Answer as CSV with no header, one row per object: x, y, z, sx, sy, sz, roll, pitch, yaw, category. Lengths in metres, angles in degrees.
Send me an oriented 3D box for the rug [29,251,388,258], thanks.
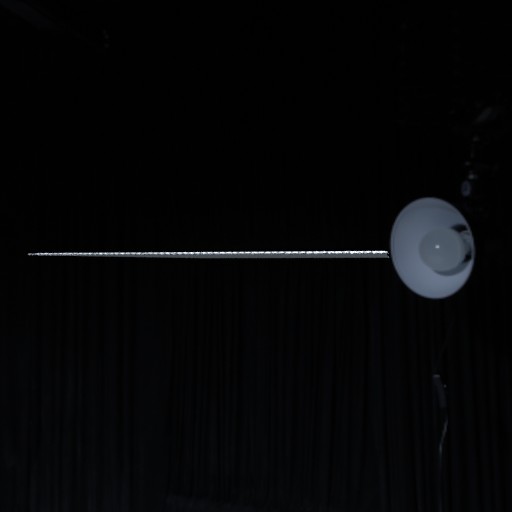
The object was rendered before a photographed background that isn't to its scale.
0.000,0.000,4.018,2.312,0.013,2.940,0,-1,17,rug
